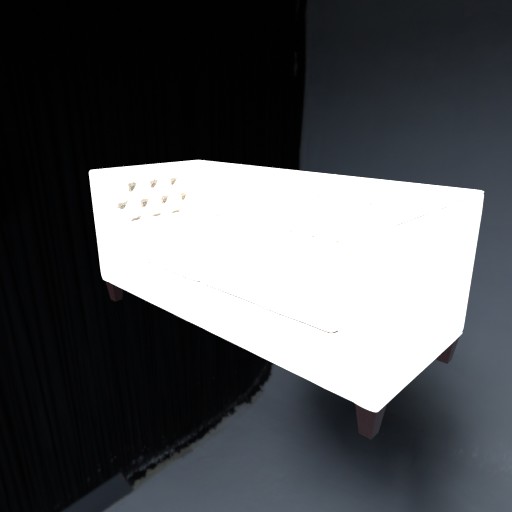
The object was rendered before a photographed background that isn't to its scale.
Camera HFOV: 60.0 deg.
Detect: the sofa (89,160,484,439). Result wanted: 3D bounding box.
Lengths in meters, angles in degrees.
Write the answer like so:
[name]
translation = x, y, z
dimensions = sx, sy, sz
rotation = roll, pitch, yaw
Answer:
[sofa]
translation = 0.000, 0.000, 2.183
dimensions = 1.778, 0.762, 0.775
rotation = 16, 24, 41
